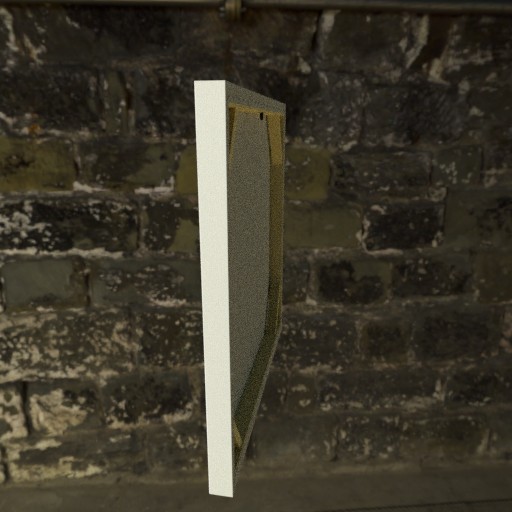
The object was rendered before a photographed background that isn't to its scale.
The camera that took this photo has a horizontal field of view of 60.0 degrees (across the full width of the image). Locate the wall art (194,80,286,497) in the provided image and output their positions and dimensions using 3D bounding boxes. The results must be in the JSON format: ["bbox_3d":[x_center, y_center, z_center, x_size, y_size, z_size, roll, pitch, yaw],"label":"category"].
[{"bbox_3d":[0.000,0.000,0.899,0.038,0.610,0.610,3,17,10],"label":"wall art"}]
